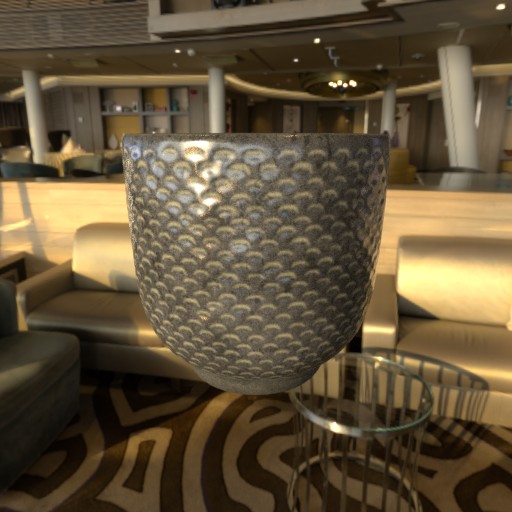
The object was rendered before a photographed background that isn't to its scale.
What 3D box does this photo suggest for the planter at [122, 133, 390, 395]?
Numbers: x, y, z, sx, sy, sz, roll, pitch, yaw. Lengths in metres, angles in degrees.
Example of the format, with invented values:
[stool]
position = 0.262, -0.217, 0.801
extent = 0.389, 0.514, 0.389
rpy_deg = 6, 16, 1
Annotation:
[planter]
position = 0.000, 0.000, 0.360
extent = 0.197, 0.191, 0.197
rpy_deg = 0, 15, 0
